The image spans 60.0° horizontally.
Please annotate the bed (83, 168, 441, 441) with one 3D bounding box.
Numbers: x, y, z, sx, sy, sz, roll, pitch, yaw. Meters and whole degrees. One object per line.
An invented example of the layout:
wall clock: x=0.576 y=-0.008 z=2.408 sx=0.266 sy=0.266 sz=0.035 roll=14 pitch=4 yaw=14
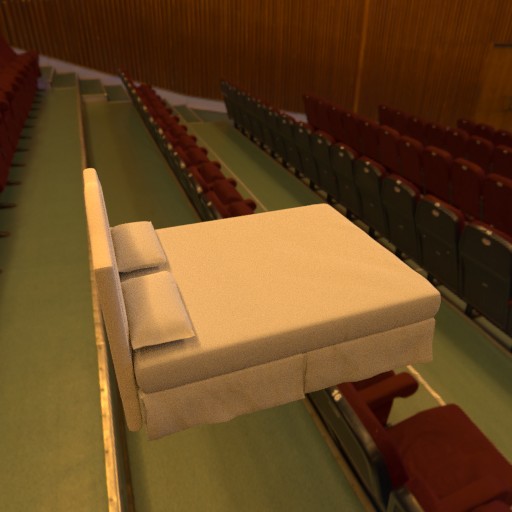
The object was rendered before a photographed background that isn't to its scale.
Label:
bed: x=0.000 y=0.000 z=3.727 sx=2.477 sy=1.437 sz=1.977 roll=-11 pitch=32 yaw=-18
